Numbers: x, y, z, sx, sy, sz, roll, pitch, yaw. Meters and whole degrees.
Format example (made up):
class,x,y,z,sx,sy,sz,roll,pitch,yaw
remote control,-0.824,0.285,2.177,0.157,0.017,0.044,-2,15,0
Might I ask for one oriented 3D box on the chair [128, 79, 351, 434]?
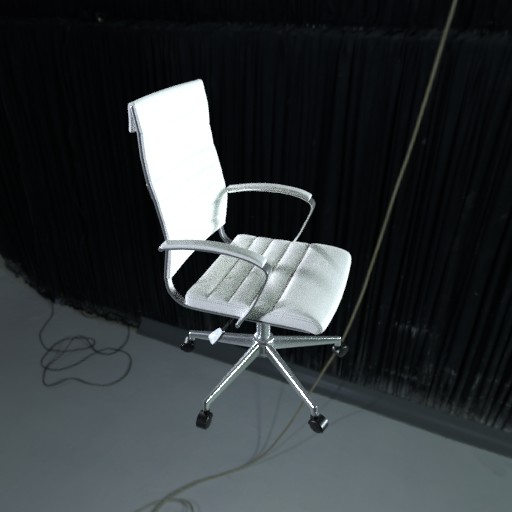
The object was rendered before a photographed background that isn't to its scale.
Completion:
class,x,y,z,sx,sy,sz,roll,pitch,yaw
chair,0.000,0.000,1.663,0.739,1.149,0.766,11,33,18
